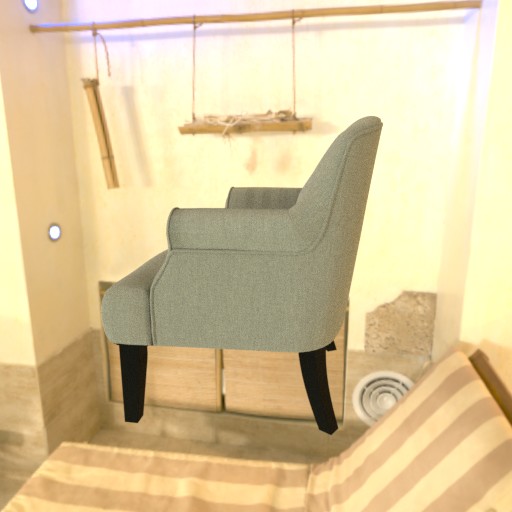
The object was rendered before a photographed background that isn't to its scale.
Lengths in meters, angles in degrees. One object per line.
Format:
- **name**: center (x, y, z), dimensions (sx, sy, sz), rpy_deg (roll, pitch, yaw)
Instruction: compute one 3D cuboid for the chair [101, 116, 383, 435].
- **chair**: center (0.000, 0.000, 1.476), dimensions (0.755, 0.880, 0.772), rpy_deg (2, 14, 9)
